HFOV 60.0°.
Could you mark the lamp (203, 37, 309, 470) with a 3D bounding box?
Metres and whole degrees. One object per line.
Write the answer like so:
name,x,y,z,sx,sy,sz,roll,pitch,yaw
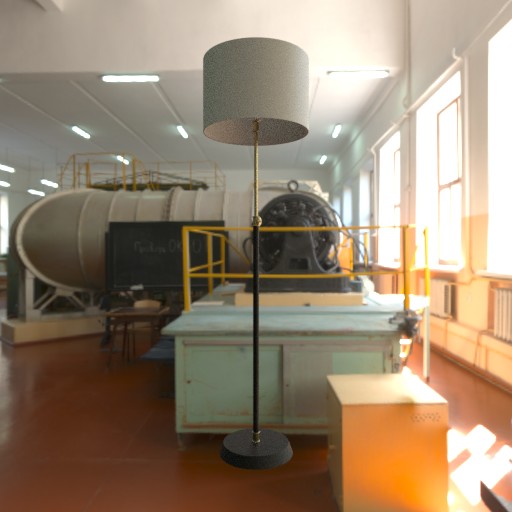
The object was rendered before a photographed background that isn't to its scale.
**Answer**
lamp,0.000,0.000,1.709,0.404,1.517,0.404,0,1,37
